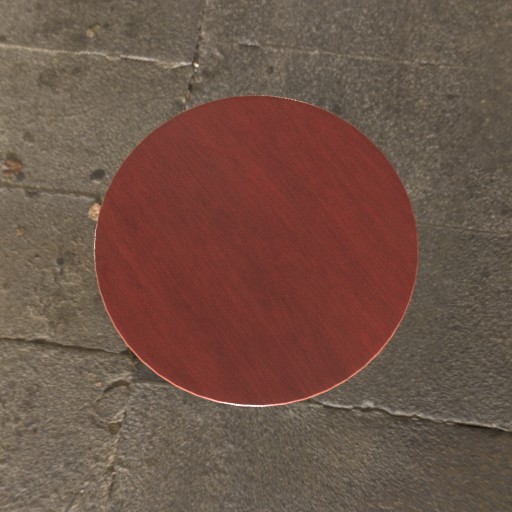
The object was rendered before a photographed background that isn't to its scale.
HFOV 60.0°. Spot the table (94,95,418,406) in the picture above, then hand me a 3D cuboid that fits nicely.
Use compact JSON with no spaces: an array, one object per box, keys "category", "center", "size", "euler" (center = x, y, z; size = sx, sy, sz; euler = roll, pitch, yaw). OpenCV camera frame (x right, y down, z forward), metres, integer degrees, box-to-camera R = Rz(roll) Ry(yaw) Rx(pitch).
[{"category":"table","center":[0.000,0.000,1.635],"size":[1.029,0.486,1.029],"euler":[0,75,0]}]
